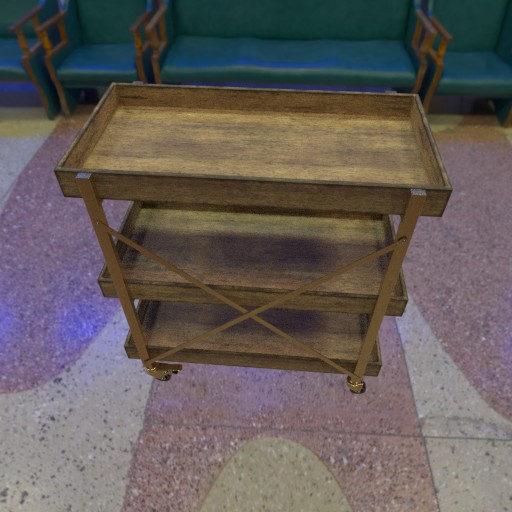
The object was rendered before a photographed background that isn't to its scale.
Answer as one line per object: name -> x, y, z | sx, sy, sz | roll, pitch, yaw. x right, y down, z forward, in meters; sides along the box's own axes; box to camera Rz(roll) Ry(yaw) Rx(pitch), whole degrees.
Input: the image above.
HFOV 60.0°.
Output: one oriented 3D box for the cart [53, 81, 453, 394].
cart -> 0.000, 0.000, 1.242 | 0.750, 0.799, 0.416 | 3, 46, 3
